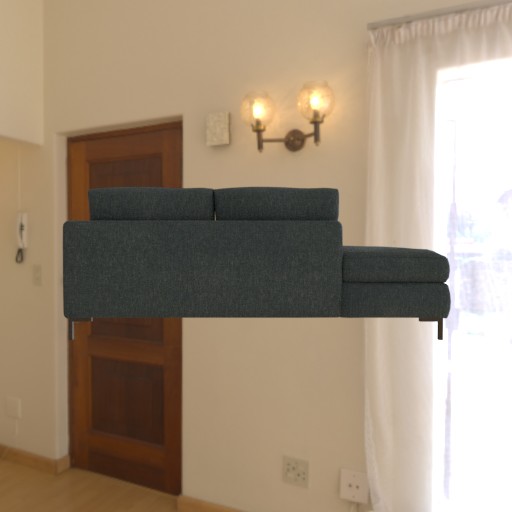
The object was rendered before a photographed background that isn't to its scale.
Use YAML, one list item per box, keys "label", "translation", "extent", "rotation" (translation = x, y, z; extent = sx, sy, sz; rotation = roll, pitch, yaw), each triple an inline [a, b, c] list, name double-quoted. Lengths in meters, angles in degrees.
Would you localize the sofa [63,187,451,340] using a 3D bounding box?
- label: "sofa"
  translation: [0.000, 0.000, 3.716]
  extent: [2.007, 0.815, 2.949]
  rotation: [0, 1, 0]
